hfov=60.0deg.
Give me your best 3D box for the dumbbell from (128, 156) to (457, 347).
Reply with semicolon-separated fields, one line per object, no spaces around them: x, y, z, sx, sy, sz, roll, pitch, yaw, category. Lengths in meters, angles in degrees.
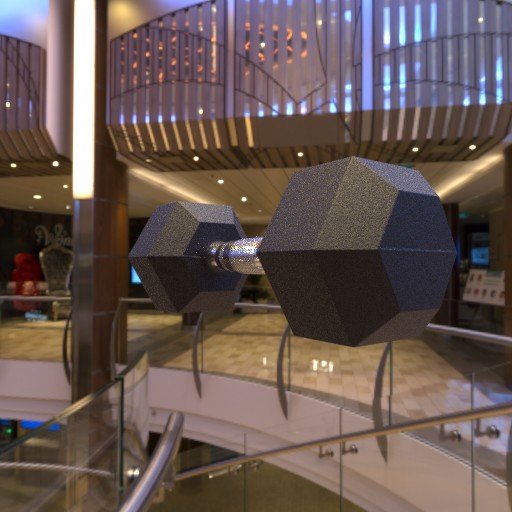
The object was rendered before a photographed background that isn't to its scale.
0.000;0.000;0.427;0.141;0.123;0.356;1;-1;-36;dumbbell
